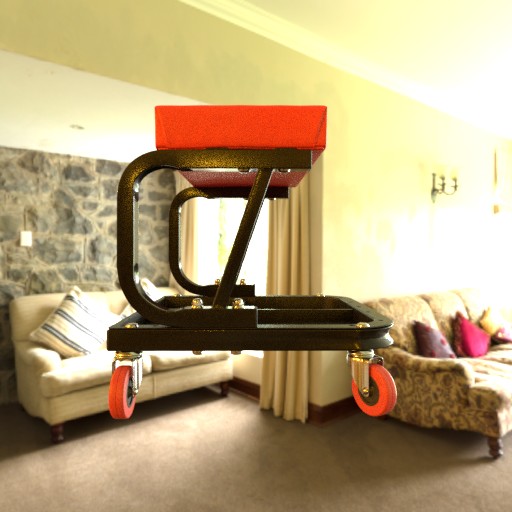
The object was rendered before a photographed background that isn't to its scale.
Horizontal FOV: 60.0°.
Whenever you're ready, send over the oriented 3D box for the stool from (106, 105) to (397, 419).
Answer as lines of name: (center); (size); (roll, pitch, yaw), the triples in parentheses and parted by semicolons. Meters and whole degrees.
stool: (0.000, 0.000, 0.725); (0.371, 0.380, 0.446); (0, 1, -1)
